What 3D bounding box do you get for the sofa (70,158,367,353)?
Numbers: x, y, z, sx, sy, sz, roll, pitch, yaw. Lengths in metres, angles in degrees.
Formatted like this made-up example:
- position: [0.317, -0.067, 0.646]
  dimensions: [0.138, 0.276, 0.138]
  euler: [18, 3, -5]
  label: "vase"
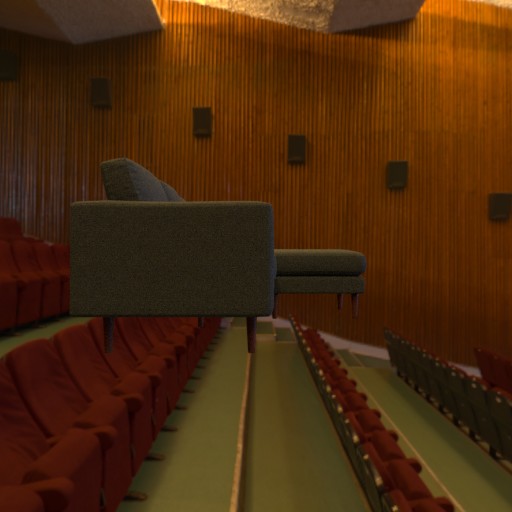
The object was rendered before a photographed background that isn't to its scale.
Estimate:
- position: [0.000, 0.000, 2.993]
  dimensions: [1.667, 0.957, 2.055]
  euler: [0, 0, 0]
  label: "sofa"
